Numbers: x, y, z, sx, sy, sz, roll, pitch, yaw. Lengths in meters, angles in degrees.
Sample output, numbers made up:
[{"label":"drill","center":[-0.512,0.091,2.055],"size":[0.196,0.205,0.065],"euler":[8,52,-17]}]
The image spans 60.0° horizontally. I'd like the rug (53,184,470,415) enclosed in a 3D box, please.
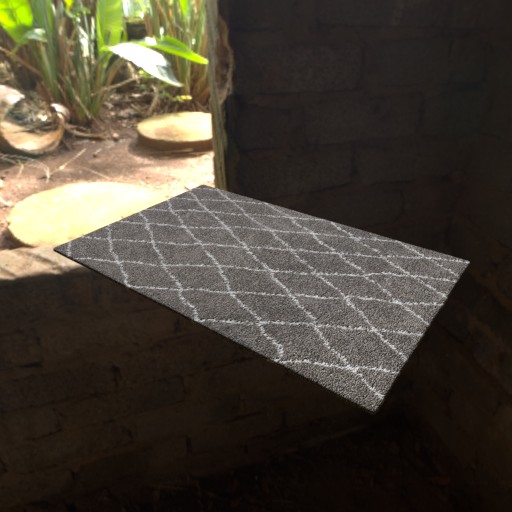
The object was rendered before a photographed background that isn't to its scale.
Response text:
[{"label":"rug","center":[0.000,0.000,3.454],"size":[2.743,0.030,1.778],"euler":[20,36,31]}]
